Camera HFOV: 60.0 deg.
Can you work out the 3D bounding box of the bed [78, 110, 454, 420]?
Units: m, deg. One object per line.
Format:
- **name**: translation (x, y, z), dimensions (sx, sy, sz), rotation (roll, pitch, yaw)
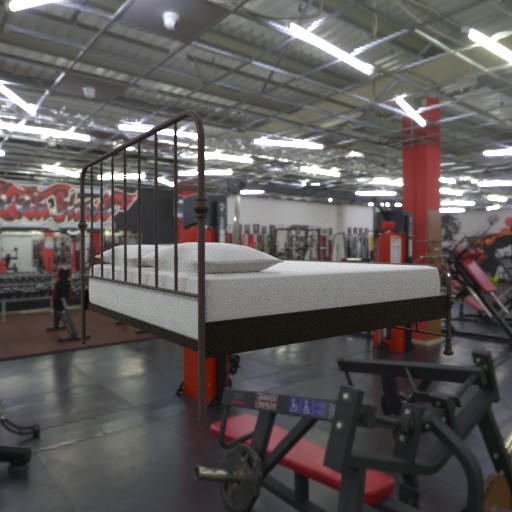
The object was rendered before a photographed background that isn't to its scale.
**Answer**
- **bed**: translation (0.000, 0.000, 3.425), dimensions (2.134, 1.446, 2.044), rotation (-1, 1, -36)
